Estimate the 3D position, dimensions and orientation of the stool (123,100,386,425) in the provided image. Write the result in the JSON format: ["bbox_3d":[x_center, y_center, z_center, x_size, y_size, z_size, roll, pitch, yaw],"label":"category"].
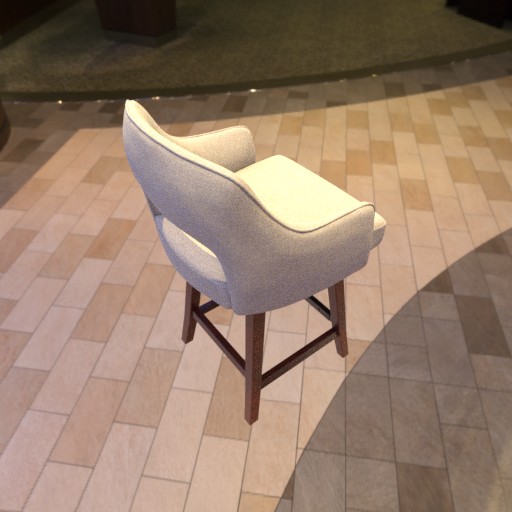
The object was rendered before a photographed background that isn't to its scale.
[{"bbox_3d":[0.000,0.000,1.289,0.560,0.936,0.550,-27,49,-27],"label":"stool"}]
